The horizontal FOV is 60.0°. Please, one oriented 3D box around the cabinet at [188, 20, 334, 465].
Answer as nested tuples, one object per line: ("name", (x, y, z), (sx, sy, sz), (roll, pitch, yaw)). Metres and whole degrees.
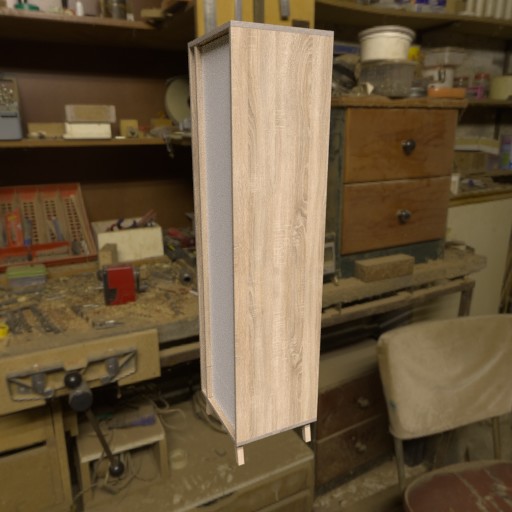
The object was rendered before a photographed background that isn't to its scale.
("cabinet", (0.000, 0.000, 2.185), (0.450, 1.960, 0.510), (-8, 18, -25))
